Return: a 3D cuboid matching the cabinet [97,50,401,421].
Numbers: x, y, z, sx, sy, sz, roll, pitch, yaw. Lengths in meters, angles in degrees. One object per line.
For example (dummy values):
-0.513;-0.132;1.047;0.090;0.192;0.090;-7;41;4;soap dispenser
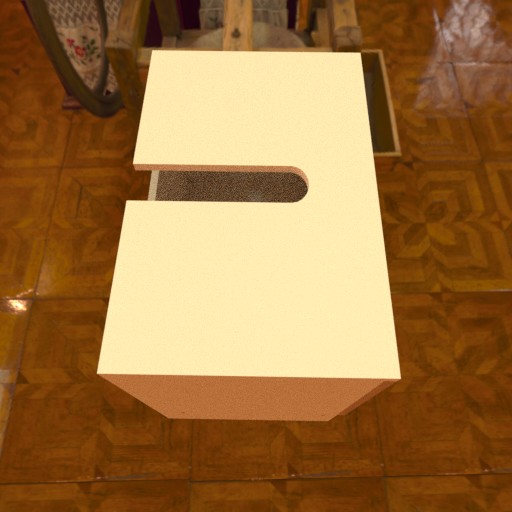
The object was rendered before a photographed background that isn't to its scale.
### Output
0.000;0.000;0.935;0.400;0.522;0.600;1;64;0;cabinet
